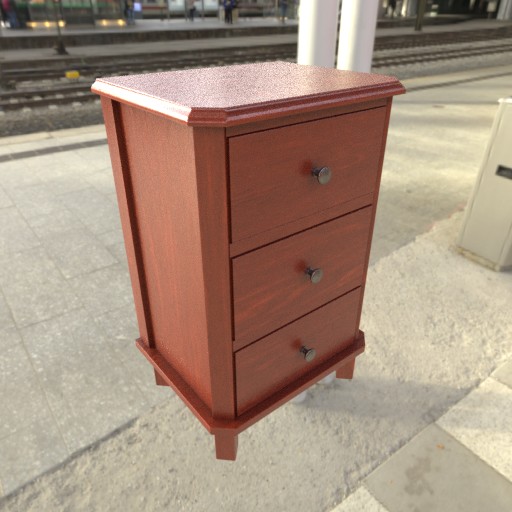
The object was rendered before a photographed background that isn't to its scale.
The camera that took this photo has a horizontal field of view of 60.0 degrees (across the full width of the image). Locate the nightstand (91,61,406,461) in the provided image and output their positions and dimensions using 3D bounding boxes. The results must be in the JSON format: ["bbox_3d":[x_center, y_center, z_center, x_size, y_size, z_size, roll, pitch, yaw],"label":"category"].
[{"bbox_3d":[0.000,0.000,0.910,0.435,0.681,0.351,-22,36,-33],"label":"nightstand"}]
